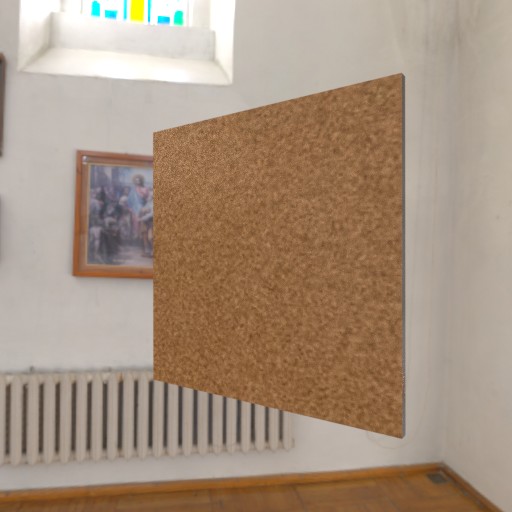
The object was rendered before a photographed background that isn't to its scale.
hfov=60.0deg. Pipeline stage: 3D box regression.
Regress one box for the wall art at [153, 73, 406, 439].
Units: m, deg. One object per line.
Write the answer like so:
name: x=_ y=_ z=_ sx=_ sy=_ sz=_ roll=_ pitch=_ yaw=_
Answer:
wall art: x=0.000 y=0.000 z=0.673 sx=0.446 sy=0.445 sz=0.014 roll=0 pitch=0 yaw=36
